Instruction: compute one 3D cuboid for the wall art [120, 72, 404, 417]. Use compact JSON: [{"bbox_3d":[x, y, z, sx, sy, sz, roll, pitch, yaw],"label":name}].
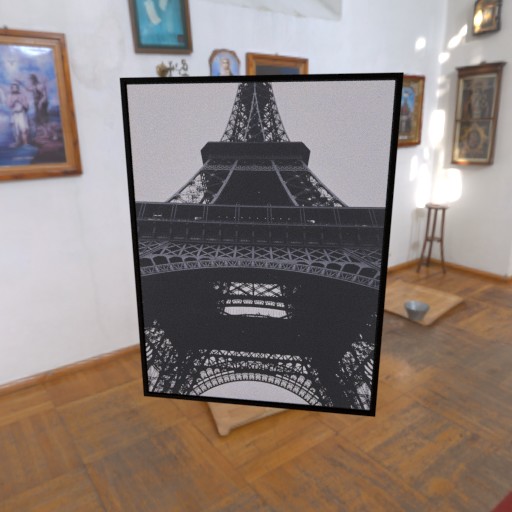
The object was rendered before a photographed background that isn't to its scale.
[{"bbox_3d":[0.000,0.000,1.401,0.805,1.062,0.040,2,16,8],"label":"wall art"}]
